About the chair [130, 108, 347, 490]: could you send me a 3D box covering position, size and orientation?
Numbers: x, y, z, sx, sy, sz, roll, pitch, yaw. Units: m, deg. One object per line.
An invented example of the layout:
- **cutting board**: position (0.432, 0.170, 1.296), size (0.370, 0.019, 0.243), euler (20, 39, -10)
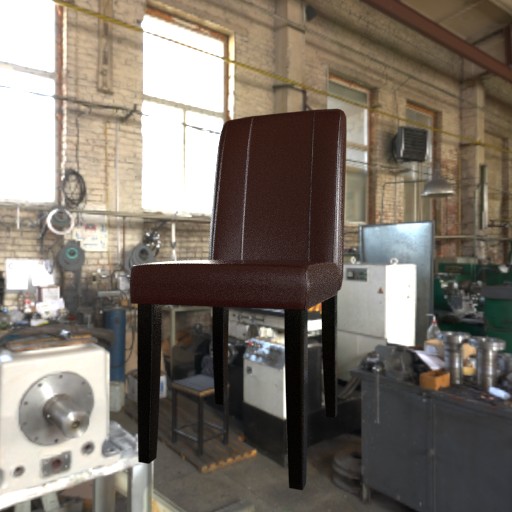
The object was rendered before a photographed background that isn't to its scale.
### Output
- **chair**: position (0.000, 0.000, 1.147), size (0.399, 0.897, 0.556), euler (0, 0, 19)
